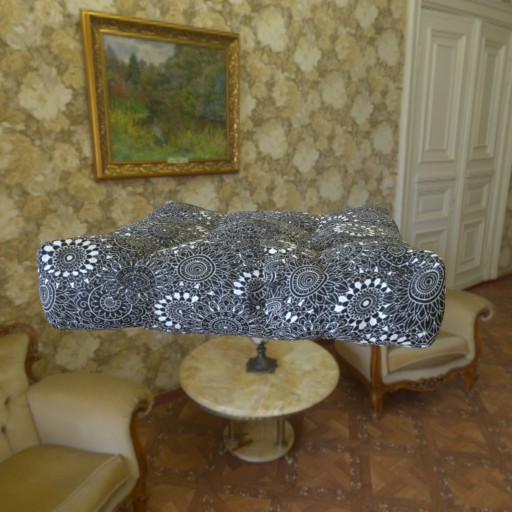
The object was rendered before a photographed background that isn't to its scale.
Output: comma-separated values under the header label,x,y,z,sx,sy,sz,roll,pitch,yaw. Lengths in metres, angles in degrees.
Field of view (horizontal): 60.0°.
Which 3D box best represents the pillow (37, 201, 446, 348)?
label,x,y,z,sx,sy,sz,roll,pitch,yaw
pillow,0.000,0.000,0.725,0.490,0.128,0.468,2,14,9
